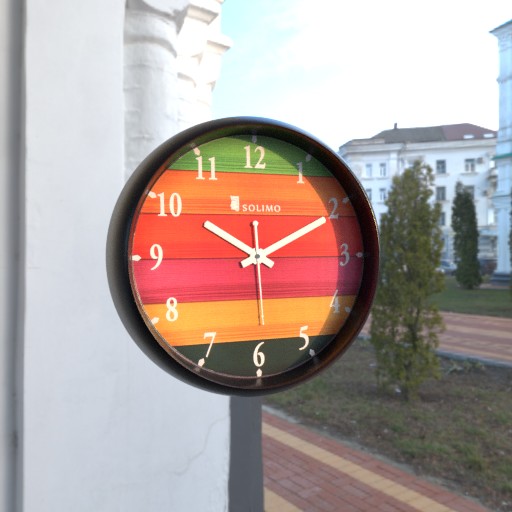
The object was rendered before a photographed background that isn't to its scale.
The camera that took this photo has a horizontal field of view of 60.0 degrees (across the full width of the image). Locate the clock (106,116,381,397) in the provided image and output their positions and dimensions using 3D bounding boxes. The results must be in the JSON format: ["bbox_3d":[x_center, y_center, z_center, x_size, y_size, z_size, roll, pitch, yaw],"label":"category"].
[{"bbox_3d":[0.000,0.000,0.466,0.300,0.300,0.060,0,-1,-18],"label":"clock"}]
